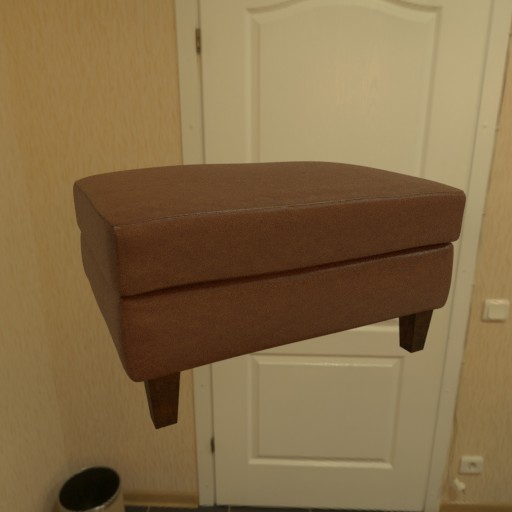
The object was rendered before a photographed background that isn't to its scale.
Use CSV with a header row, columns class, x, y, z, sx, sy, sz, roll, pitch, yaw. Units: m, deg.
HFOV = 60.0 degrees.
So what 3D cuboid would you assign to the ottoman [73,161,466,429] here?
class,x,y,z,sx,sy,sz,roll,pitch,yaw
ottoman,0.000,0.000,1.201,0.851,0.485,0.650,-8,19,-25
